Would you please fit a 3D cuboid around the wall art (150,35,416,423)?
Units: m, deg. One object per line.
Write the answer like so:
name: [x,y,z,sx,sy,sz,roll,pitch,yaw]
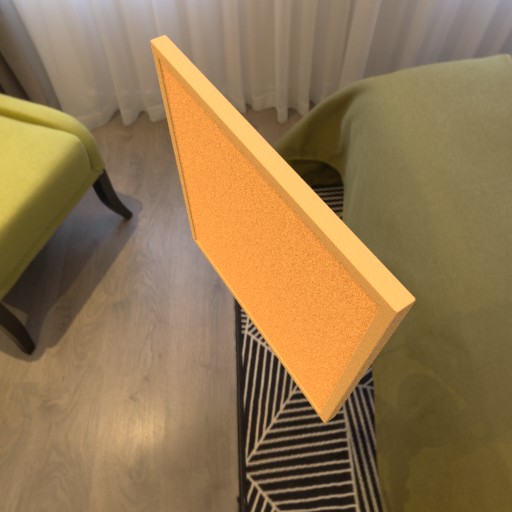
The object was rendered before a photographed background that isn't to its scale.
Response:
wall art: [0.000,0.000,1.109,0.037,0.761,0.761,-30,63,-17]
